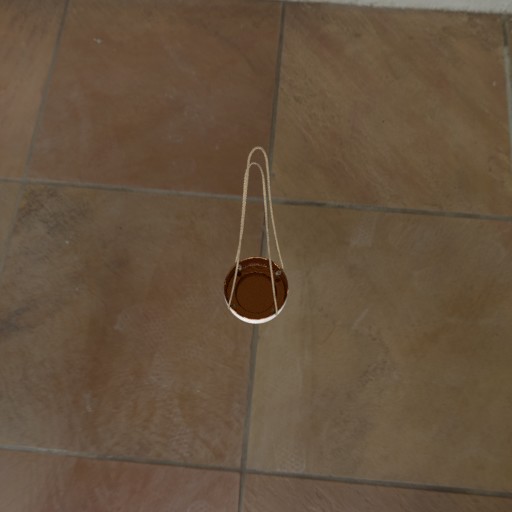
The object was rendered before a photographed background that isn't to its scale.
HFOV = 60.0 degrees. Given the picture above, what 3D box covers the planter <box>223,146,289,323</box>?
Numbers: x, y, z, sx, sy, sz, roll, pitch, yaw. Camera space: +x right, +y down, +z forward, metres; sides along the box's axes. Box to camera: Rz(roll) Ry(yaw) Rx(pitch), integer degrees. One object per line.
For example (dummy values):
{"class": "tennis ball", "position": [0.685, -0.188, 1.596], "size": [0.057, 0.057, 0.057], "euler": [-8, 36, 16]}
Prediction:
{"class": "planter", "position": [0.000, 0.000, 1.137], "size": [0.223, 1.030, 0.223], "euler": [8, 74, 2]}
